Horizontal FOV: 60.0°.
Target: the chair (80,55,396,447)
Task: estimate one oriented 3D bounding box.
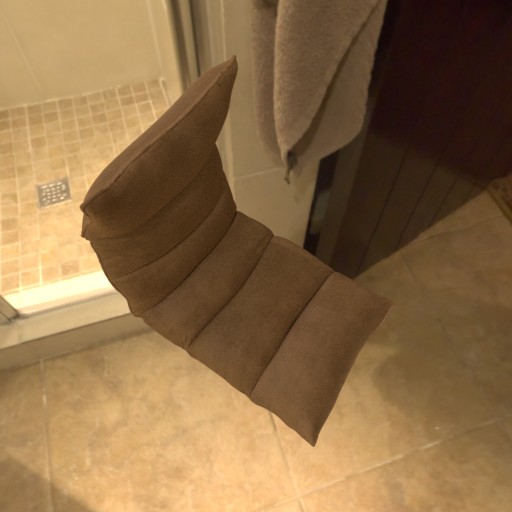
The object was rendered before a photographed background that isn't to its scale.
[{"bbox_3d":[0.000,0.000,1.543,0.985,0.892,0.714,31,63,17],"label":"chair"}]
